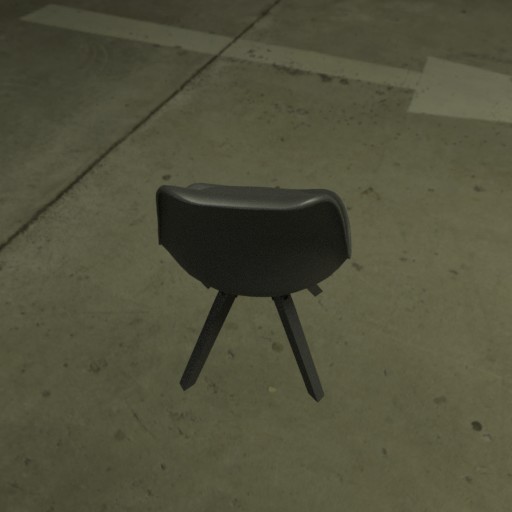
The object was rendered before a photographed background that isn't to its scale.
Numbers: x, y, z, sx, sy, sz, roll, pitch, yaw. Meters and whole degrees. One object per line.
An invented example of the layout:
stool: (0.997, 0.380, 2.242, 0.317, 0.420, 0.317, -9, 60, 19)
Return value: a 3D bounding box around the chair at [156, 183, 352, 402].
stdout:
chair: (0.000, 0.000, 1.187, 0.485, 0.850, 0.550, 4, 48, 3)
